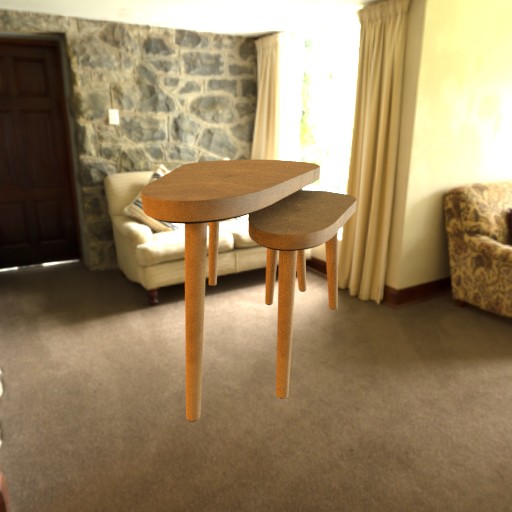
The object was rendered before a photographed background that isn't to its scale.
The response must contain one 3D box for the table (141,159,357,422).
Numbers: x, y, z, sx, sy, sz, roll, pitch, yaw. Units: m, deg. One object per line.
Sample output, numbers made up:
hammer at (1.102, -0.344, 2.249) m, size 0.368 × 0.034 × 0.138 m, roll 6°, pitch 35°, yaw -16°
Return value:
table at (0.000, 0.000, 1.607) m, size 0.701 × 0.595 × 1.190 m, roll 3°, pitch 17°, yaw 9°
